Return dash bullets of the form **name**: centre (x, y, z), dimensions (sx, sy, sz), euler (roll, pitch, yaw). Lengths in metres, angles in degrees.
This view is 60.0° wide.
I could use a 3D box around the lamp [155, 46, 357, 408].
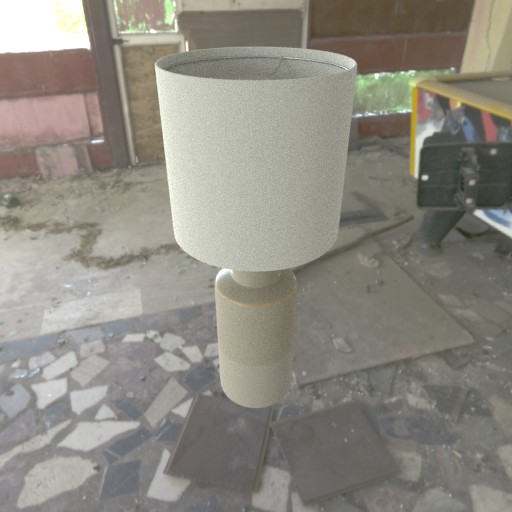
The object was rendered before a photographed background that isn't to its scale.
- **lamp**: centre (0.000, 0.000, 0.603), dimensions (0.212, 0.493, 0.212), euler (10, 34, 16)
